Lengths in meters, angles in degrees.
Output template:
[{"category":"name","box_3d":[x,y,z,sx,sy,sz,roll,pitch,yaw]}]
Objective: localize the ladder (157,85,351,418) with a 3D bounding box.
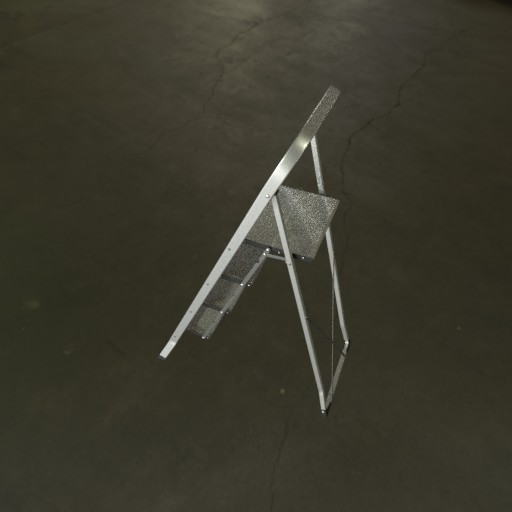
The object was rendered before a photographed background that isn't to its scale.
[{"category":"ladder","box_3d":[0.000,0.000,1.677,0.830,1.290,0.465,17,49,15]}]
